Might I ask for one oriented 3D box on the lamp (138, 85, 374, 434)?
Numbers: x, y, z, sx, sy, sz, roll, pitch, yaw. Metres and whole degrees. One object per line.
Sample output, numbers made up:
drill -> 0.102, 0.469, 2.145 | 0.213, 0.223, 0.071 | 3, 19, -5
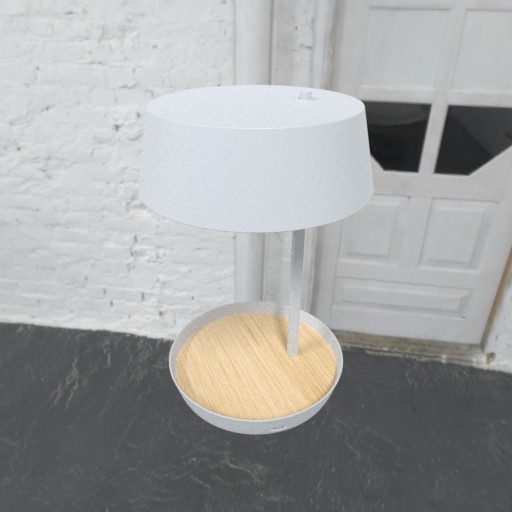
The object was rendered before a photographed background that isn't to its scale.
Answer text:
lamp -> 0.000, 0.000, 0.615 | 0.291, 0.429, 0.291 | 0, 30, 0
